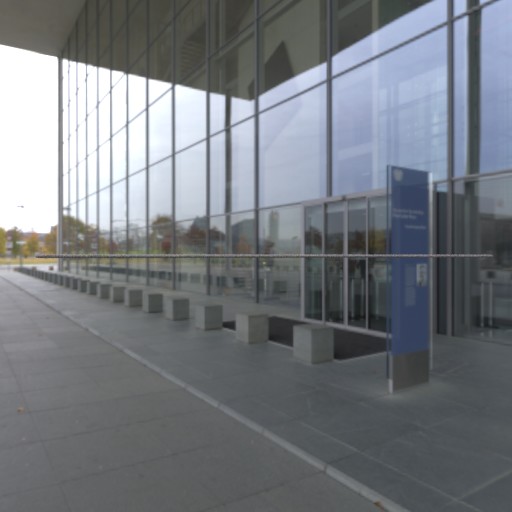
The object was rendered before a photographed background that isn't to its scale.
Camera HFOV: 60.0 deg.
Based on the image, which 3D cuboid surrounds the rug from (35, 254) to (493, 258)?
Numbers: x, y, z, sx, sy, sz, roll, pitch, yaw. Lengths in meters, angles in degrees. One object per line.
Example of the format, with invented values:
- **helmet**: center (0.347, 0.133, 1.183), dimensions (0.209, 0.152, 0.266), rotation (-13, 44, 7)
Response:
- **rug**: center (0.000, 0.000, 2.950), dimensions (2.438, 0.015, 1.524), rotation (0, 0, -18)
